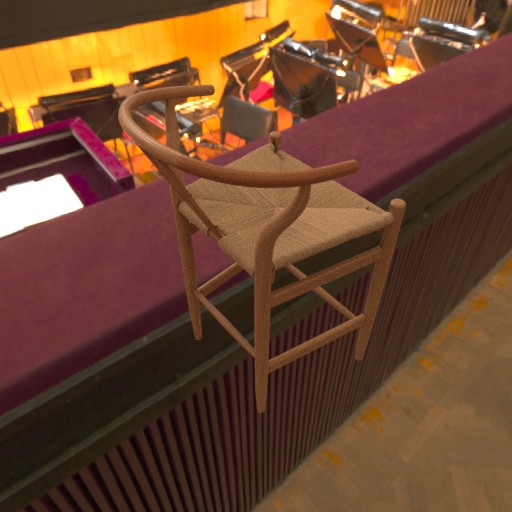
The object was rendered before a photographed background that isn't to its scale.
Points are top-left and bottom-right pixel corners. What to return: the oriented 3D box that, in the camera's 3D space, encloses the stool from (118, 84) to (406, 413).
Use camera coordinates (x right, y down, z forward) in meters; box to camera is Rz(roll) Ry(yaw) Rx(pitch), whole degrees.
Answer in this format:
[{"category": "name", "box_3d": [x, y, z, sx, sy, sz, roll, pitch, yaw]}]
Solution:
[{"category": "stool", "box_3d": [0.000, 0.000, 1.267, 0.575, 0.923, 0.536, -28, 49, -28]}]
